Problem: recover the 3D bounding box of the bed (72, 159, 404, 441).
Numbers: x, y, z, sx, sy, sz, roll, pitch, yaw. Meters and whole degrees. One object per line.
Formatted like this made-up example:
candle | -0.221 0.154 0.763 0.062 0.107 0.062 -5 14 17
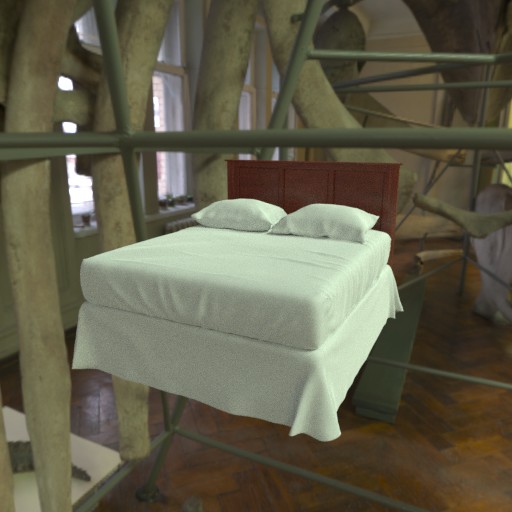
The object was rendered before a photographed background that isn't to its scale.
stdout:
bed | 0.000 0.000 3.225 1.870 1.270 2.050 7 16 26
